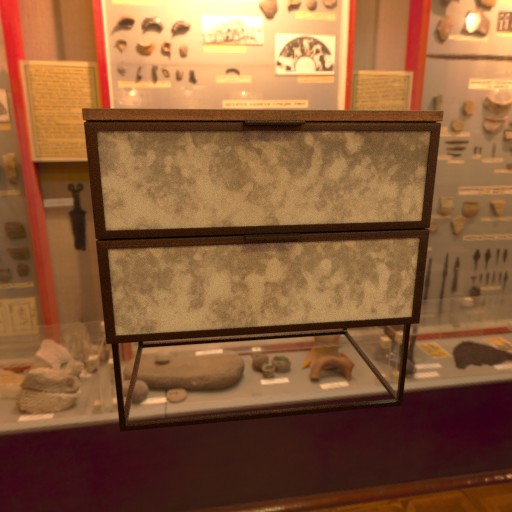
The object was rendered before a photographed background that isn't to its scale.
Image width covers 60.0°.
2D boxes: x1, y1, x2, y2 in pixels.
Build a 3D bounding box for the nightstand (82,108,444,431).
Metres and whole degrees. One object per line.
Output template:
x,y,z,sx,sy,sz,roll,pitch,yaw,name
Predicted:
0.000,0.000,0.998,0.605,0.611,0.427,-2,16,-8,nightstand
